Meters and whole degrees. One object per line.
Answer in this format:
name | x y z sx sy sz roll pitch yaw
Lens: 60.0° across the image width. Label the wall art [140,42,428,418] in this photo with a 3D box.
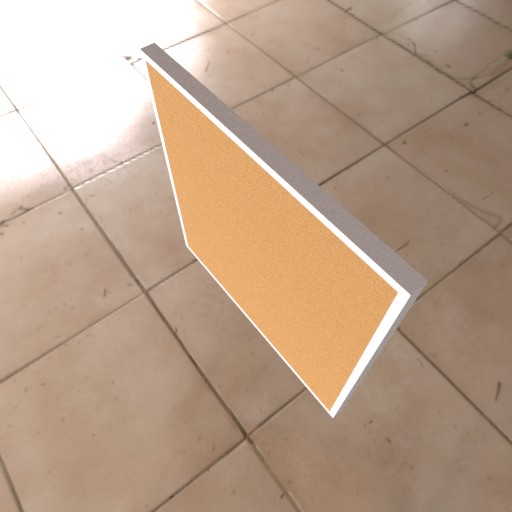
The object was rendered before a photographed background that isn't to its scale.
wall art | 0.000 0.000 1.122 0.038 0.762 0.762 -34 63 -20
